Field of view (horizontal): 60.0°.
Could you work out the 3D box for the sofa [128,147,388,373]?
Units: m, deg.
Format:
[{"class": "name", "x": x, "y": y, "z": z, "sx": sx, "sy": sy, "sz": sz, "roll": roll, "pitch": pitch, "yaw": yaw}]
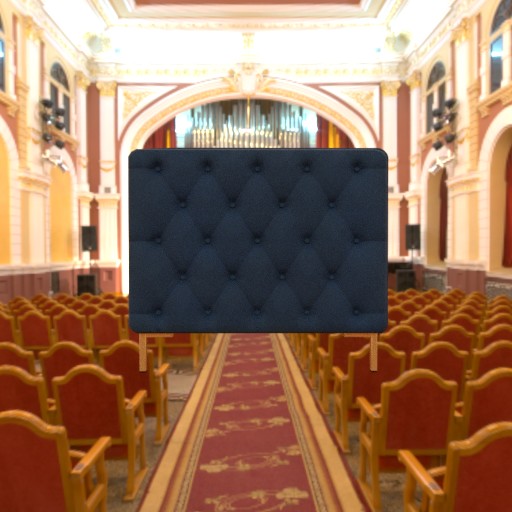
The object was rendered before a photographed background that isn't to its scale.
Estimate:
[{"class": "sofa", "x": 0.000, "y": 0.000, "z": 2.562, "sx": 0.895, "sy": 0.771, "sz": 2.209, "roll": 0, "pitch": 1, "yaw": 0}]
